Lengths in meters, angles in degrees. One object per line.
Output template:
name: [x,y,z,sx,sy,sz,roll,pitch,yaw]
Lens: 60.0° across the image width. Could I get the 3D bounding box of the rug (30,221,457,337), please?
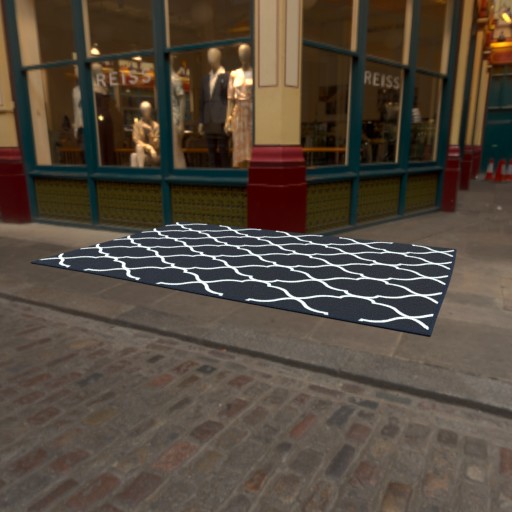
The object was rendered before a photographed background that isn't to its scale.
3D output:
rug: [0.000,0.000,2.837,2.294,0.014,1.528,7,17,26]
